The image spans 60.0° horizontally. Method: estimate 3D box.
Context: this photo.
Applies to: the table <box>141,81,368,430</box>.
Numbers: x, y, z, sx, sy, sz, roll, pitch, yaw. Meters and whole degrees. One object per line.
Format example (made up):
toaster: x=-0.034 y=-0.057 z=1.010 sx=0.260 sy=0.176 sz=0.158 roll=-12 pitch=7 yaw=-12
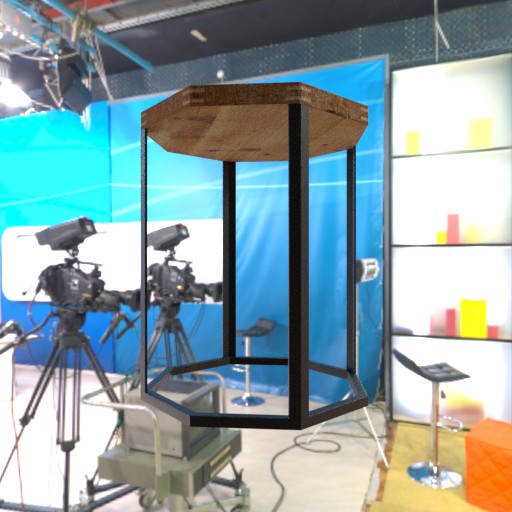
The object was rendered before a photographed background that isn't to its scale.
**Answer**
table: x=0.000 y=0.000 z=0.908 sx=0.458 sy=0.543 sz=0.458 roll=0 pitch=0 yaw=-18
